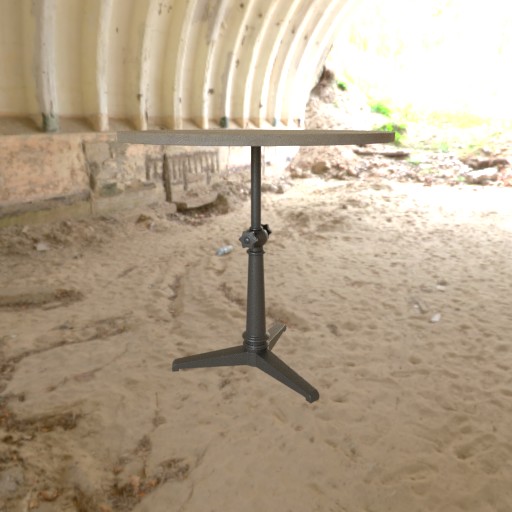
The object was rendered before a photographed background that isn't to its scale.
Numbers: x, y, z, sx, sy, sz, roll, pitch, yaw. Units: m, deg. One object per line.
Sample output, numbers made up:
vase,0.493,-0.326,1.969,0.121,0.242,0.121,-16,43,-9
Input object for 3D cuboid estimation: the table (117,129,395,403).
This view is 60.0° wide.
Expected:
table,0.000,0.000,1.438,0.800,0.780,0.800,0,17,0
